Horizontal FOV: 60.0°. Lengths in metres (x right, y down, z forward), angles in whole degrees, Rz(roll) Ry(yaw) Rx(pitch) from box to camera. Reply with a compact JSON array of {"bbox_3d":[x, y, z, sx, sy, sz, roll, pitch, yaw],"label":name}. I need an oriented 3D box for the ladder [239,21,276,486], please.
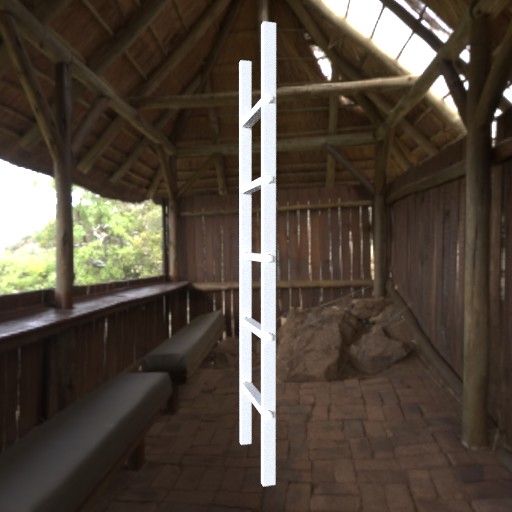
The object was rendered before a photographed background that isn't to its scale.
[{"bbox_3d":[0.000,0.000,1.911,0.051,1.797,0.452,0,2,-15],"label":"ladder"}]
